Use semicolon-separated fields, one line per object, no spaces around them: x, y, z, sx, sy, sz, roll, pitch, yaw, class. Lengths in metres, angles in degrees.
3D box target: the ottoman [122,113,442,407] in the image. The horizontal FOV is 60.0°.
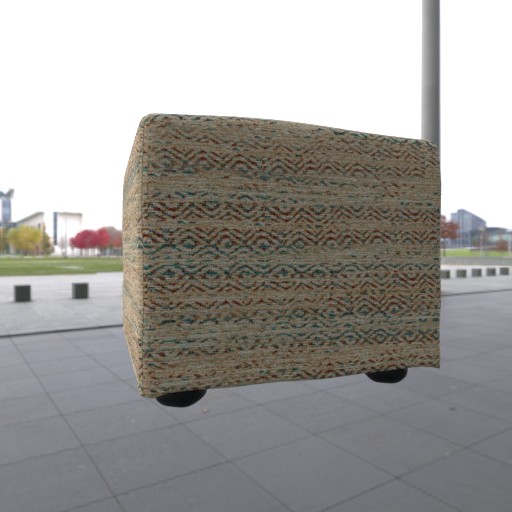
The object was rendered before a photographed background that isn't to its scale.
0.000;0.000;0.915;0.512;0.453;0.521;0;1;-19;ottoman
